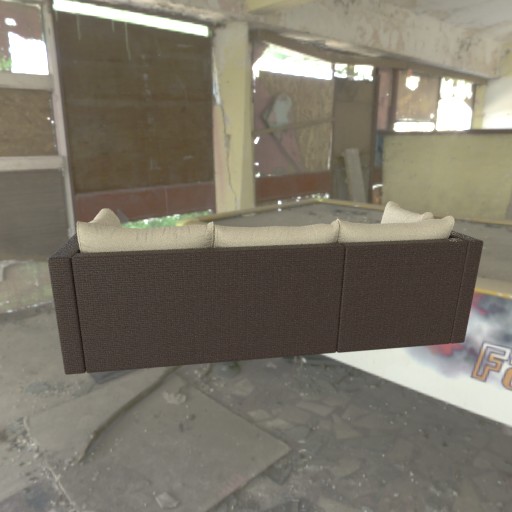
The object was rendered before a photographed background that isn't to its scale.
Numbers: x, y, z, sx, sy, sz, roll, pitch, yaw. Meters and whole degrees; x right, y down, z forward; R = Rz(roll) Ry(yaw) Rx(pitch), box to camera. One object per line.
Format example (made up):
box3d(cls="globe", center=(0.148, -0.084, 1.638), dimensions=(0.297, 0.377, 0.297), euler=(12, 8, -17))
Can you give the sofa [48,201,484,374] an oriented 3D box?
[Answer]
box3d(cls="sofa", center=(0.000, 0.000, 3.009), dimensions=(2.192, 0.766, 1.612), euler=(-2, 15, -9))
